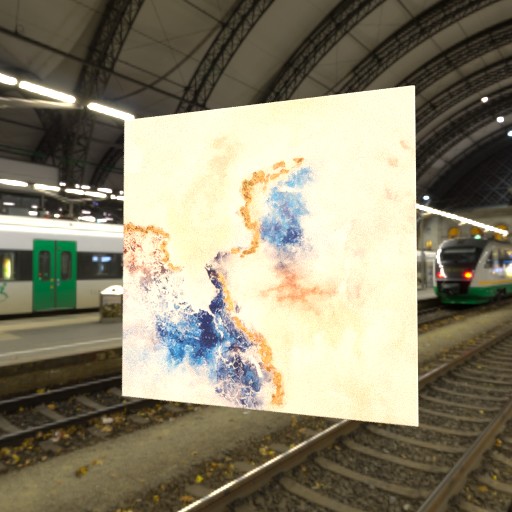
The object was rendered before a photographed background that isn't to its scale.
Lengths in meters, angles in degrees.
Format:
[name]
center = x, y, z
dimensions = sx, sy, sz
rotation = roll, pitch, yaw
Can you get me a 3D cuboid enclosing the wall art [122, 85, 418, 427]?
[wall art]
center = 0.000, 0.000, 1.307
dimensions = 0.889, 0.889, 0.038
rotation = -1, -2, 18
